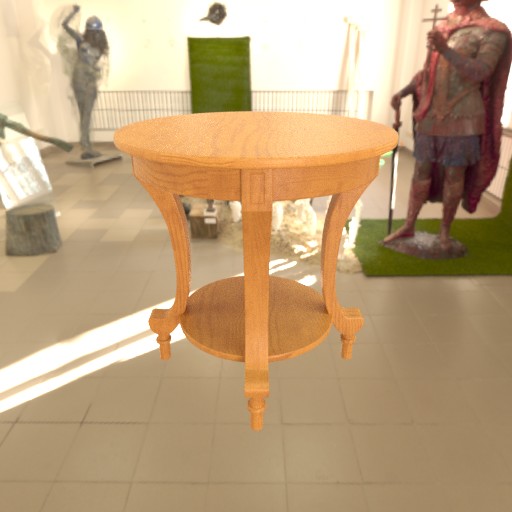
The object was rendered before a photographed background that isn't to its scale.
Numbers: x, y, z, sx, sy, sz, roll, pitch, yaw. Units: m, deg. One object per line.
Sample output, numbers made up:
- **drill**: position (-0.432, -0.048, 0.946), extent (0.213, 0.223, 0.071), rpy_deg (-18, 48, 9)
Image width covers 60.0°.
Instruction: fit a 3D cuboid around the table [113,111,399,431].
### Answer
- **table**: position (0.000, 0.000, 1.092), extent (0.597, 0.612, 0.597), rpy_deg (0, 25, 0)
